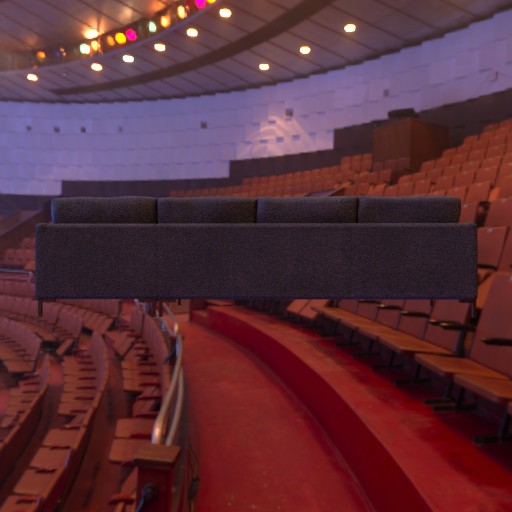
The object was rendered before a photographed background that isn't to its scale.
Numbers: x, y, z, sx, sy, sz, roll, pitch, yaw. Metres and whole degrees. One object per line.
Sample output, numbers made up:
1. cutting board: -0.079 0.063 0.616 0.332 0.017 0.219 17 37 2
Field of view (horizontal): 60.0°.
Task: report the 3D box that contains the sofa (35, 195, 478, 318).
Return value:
1. sofa: 0.000 0.000 3.533 2.932 0.810 1.350 0 0 1
